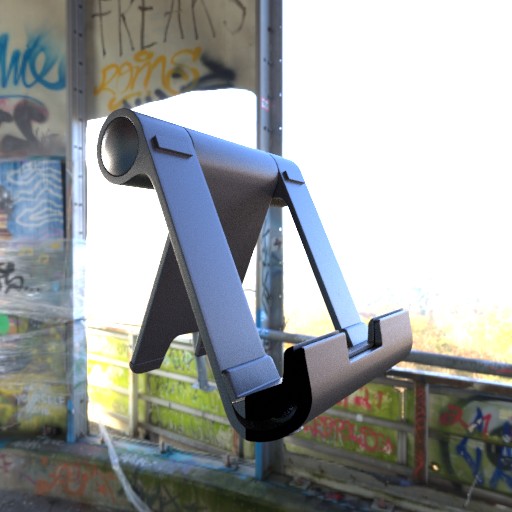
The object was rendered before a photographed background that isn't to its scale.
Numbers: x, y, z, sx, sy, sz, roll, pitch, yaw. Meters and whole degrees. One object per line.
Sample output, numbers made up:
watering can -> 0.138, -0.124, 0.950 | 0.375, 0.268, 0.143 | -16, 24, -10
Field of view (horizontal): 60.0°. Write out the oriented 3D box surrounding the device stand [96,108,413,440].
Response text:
device stand -> 0.000, 0.000, 0.149 | 0.079, 0.084, 0.088 | 1, 1, 36
